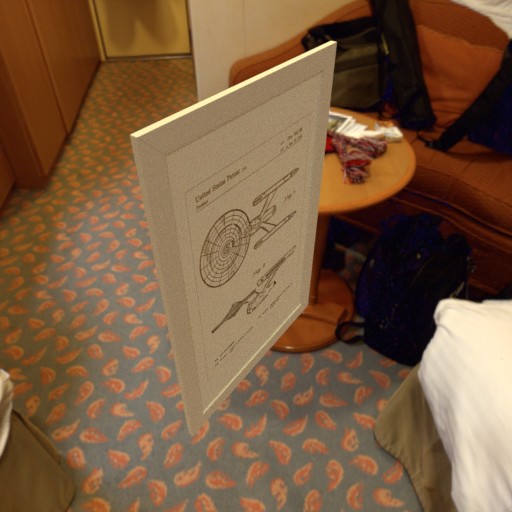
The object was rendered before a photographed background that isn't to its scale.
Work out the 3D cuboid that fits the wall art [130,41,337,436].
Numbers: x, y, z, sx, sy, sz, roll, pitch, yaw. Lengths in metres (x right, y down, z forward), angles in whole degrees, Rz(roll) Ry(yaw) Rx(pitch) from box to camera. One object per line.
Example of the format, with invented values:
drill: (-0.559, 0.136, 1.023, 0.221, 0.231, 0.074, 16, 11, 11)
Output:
wall art: (0.000, 0.000, 0.837, 0.011, 0.659, 0.454, 26, 47, 27)
